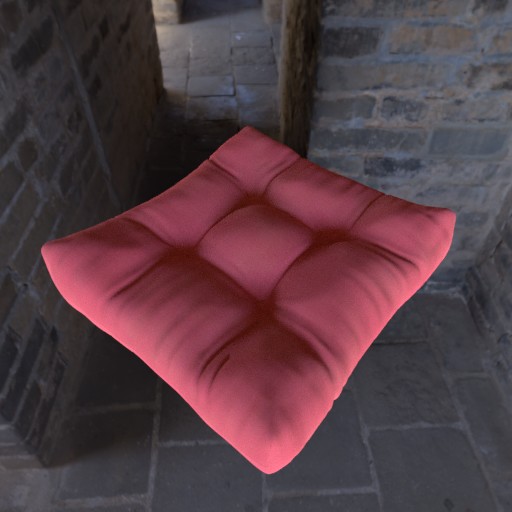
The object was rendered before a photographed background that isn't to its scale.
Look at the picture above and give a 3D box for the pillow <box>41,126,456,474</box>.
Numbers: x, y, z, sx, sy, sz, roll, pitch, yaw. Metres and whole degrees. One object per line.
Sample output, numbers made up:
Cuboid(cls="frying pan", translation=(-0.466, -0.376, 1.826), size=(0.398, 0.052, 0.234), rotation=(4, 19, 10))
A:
Cuboid(cls="pillow", translation=(0.000, 0.000, 0.714), size=(0.468, 0.128, 0.490), rotation=(31, 54, 26))
